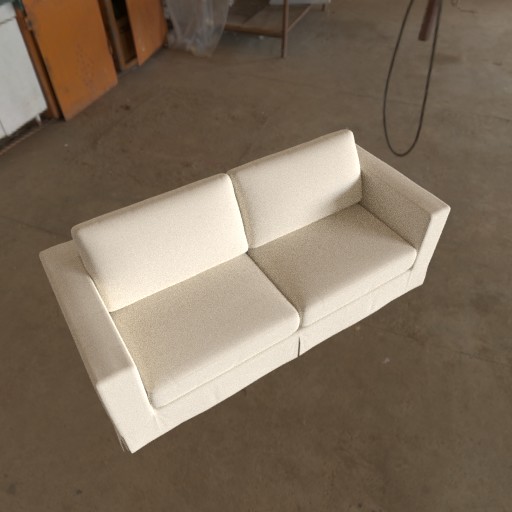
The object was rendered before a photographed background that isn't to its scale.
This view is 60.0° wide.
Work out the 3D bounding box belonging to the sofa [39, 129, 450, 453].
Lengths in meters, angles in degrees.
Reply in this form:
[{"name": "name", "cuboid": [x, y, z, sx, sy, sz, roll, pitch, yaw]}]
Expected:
[{"name": "sofa", "cuboid": [0.000, 0.000, 2.610, 2.163, 0.881, 0.954, -25, 50, -22]}]
